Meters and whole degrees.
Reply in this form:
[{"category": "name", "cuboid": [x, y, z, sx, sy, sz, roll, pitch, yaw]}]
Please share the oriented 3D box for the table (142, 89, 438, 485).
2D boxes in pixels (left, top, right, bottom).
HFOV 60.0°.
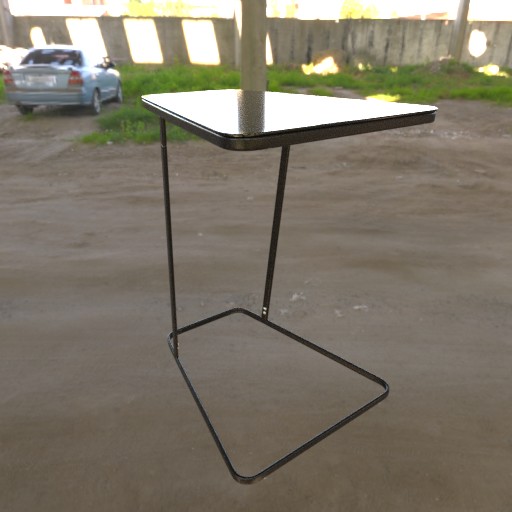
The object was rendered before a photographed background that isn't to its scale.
[{"category": "table", "cuboid": [0.000, 0.000, 0.947, 0.427, 0.624, 0.500, -17, 31, -32]}]
